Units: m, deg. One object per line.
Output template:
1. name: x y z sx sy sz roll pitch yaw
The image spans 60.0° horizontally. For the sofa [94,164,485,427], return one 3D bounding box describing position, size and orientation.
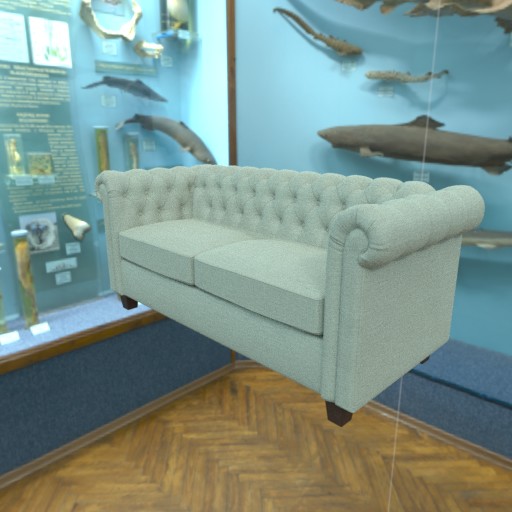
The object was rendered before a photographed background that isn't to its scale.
1. sofa: 0.000 0.000 2.181 0.783 0.797 1.798 -15 22 -43
